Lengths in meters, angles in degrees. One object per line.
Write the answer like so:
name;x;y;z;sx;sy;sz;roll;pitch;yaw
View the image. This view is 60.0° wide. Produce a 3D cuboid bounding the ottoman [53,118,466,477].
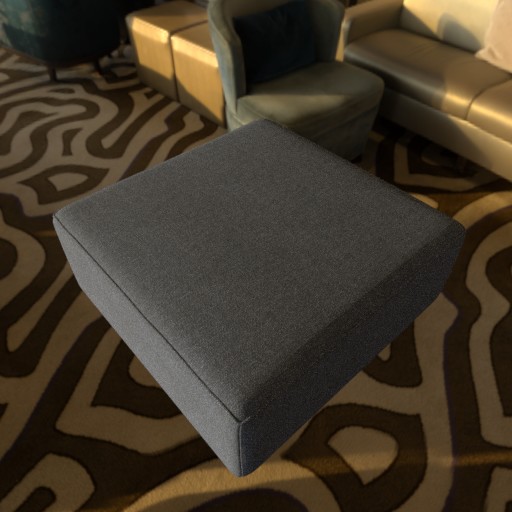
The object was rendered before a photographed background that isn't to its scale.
ottoman;0.000;0.000;1.566;1.000;0.439;1.000;-33;54;-28
